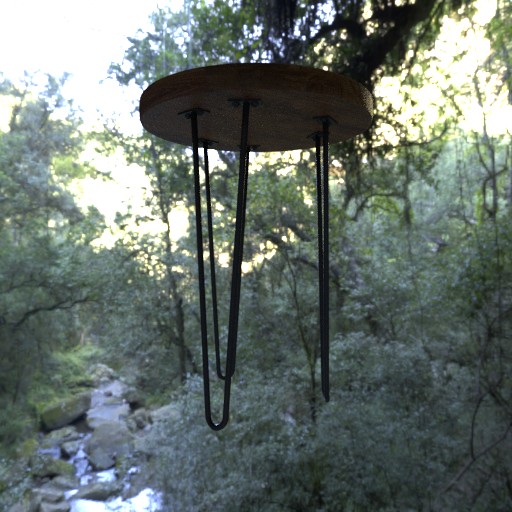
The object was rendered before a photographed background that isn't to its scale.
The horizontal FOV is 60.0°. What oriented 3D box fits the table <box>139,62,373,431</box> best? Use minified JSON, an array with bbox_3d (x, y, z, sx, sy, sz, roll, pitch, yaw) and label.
[{"bbox_3d":[0.000,0.000,0.788,0.400,0.520,0.400,0,1,0],"label":"table"}]
